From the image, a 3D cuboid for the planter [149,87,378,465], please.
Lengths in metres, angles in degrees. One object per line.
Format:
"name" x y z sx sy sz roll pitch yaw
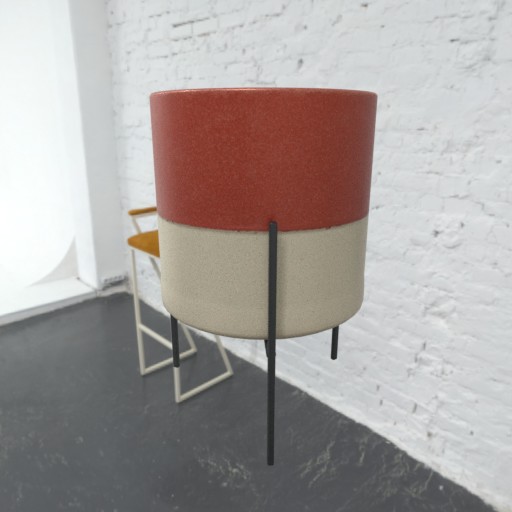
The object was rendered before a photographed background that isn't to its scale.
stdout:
"planter" 0.000 0.000 0.518 0.251 0.354 0.235 8 19 24
